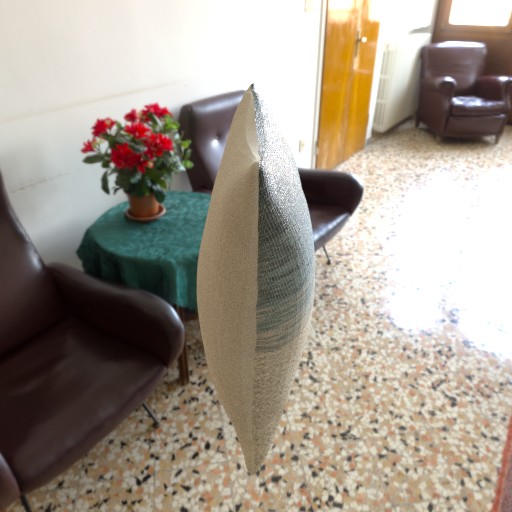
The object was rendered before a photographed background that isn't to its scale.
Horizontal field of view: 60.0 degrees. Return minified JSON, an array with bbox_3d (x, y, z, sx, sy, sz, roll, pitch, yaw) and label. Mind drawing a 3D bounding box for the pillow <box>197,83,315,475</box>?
[{"bbox_3d":[0.000,0.000,0.680,0.182,0.441,0.440,0,31,-1],"label":"pillow"}]
